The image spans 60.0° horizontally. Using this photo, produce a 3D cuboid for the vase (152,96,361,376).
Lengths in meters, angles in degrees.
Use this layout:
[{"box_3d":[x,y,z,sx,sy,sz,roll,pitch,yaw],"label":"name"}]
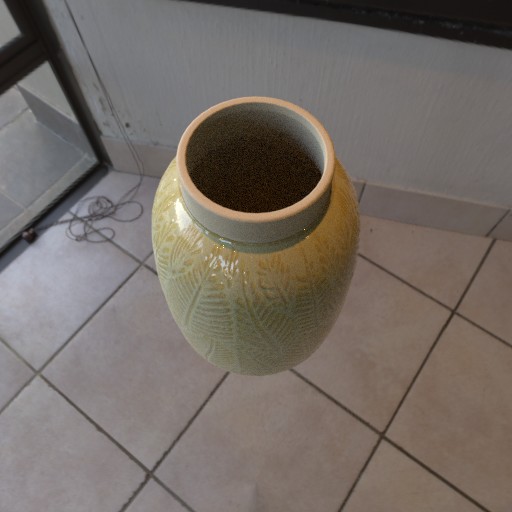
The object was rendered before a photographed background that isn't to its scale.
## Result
[{"box_3d":[0.000,0.000,0.387,0.172,0.270,0.172,0,63,0],"label":"vase"}]
